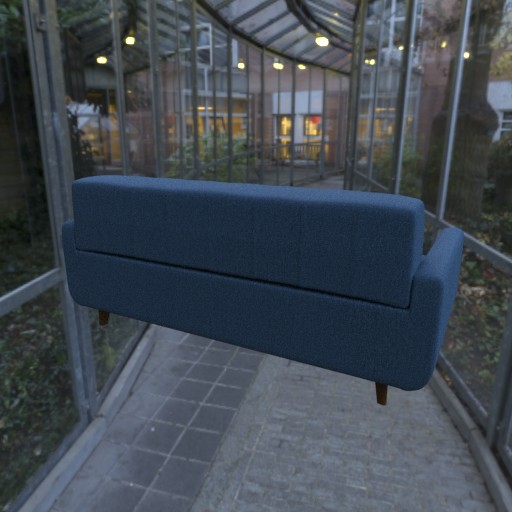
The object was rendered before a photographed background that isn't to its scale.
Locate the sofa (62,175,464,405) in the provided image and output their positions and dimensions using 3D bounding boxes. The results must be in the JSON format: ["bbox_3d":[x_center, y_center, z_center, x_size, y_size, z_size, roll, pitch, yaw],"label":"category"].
[{"bbox_3d":[0.000,0.000,2.501,2.055,0.884,0.942,9,18,27],"label":"sofa"}]
